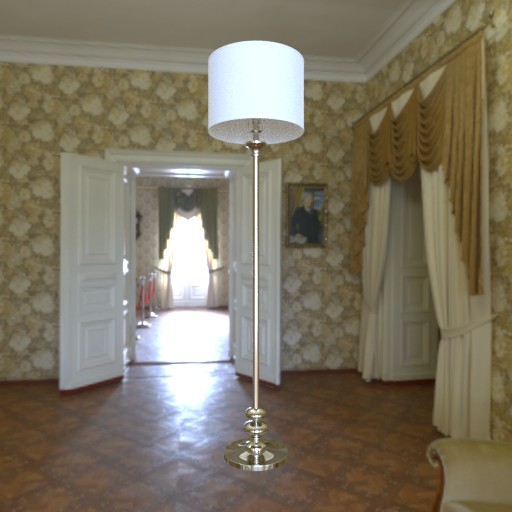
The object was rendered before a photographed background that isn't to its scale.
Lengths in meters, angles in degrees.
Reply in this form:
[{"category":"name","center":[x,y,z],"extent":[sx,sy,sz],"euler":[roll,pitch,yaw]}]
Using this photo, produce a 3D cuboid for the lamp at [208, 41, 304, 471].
[{"category":"lamp","center":[0.000,0.000,1.654],"extent":[0.356,1.487,0.356],"euler":[0,0,35]}]
